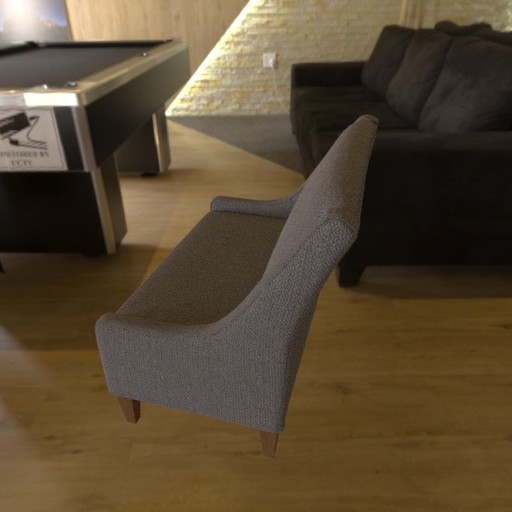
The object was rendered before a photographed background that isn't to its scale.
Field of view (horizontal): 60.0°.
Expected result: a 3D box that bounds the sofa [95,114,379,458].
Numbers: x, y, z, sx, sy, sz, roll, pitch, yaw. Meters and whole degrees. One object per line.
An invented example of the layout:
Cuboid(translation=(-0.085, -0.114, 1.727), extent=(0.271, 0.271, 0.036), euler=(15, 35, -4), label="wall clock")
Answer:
Cuboid(translation=(0.000, 0.000, 1.939), extent=(0.873, 1.022, 1.242), euler=(8, 31, 14), label="sofa")
